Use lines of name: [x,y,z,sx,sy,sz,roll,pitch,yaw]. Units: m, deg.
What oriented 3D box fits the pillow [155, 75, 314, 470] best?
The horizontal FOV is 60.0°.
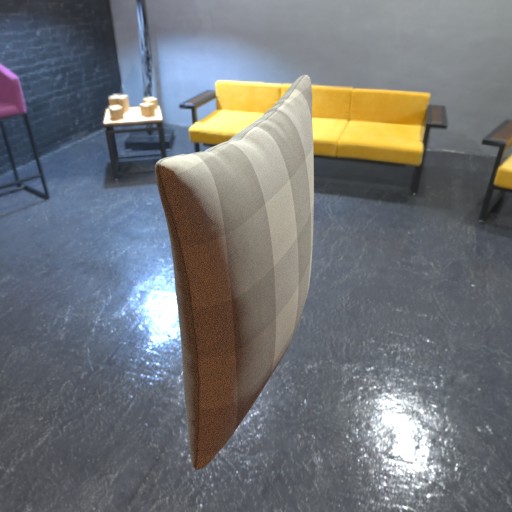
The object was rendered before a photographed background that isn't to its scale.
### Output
pillow: [0.000,0.000,0.765,0.161,0.509,0.511,12,34,18]
